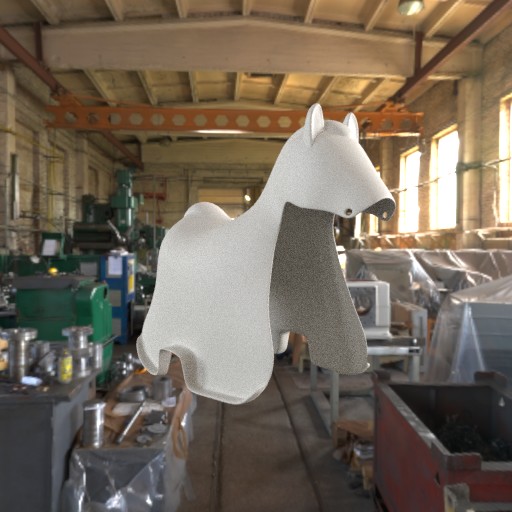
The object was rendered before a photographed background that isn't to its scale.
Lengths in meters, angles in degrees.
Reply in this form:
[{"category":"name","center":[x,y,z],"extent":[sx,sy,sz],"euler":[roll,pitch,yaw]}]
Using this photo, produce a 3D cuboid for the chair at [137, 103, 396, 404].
[{"category":"chair","center":[0.000,0.000,1.126],"extent":[0.429,0.612,0.800],"euler":[-1,1,-37]}]
